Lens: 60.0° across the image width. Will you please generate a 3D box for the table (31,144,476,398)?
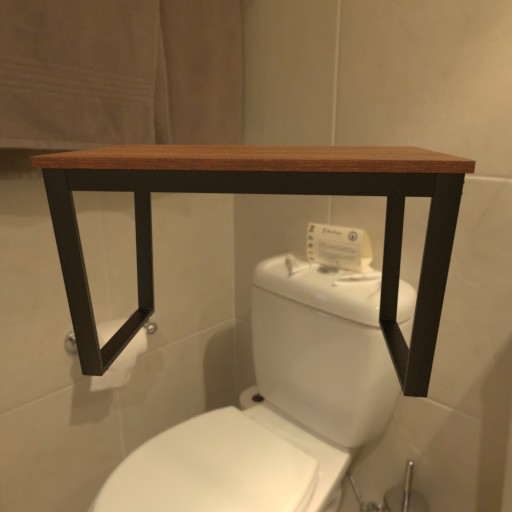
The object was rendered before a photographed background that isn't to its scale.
[{"bbox_3d":[0.000,0.000,1.637,1.205,0.760,0.714,2,17,6],"label":"table"}]
